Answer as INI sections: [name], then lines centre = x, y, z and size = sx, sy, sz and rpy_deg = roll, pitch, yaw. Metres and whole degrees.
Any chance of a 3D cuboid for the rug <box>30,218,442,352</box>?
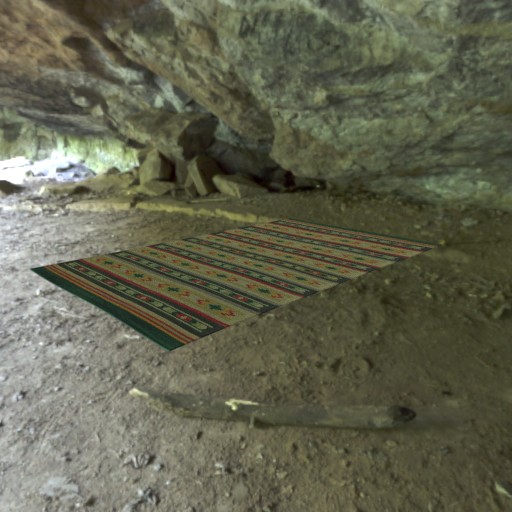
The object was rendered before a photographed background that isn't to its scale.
[rug]
centre = 0.000, 0.000, 3.050
size = 2.447, 0.011, 1.520
rpy_deg = -15, 21, -42
